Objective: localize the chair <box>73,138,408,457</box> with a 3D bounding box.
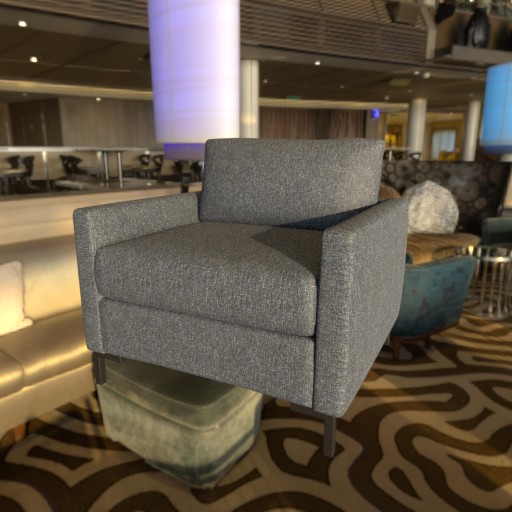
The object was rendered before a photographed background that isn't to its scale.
[{"bbox_3d":[0.000,0.000,1.638,0.963,0.861,0.866,7,15,26],"label":"chair"}]
